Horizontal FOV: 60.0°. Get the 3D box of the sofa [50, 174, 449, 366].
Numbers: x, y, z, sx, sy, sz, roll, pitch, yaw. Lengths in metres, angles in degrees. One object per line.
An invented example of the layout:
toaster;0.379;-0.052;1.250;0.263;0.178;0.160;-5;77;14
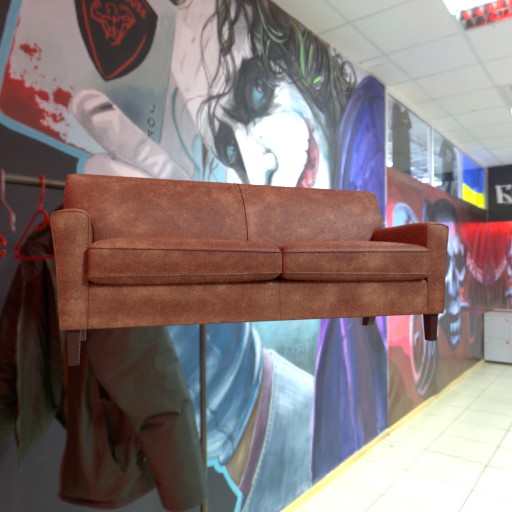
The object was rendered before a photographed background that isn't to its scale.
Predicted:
sofa;0.000;0.000;2.500;2.053;0.947;0.805;0;-1;-19
